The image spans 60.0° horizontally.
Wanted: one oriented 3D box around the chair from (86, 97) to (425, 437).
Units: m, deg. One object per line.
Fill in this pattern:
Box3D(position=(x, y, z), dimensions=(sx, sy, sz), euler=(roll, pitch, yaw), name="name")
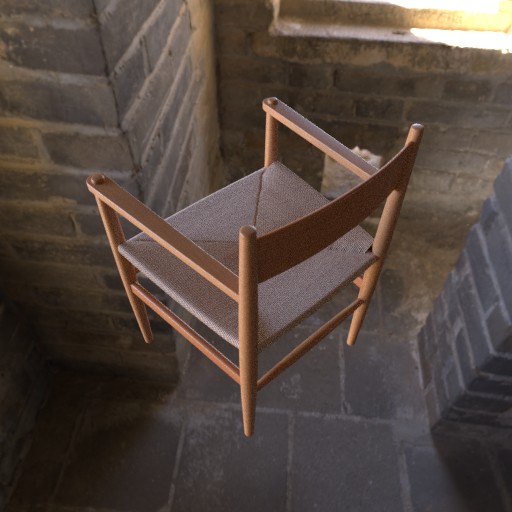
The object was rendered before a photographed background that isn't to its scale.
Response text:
Box3D(position=(0.000, 0.000, 1.127), dimensions=(0.556, 0.762, 0.495), euler=(-33, 55, -27), name="chair")
